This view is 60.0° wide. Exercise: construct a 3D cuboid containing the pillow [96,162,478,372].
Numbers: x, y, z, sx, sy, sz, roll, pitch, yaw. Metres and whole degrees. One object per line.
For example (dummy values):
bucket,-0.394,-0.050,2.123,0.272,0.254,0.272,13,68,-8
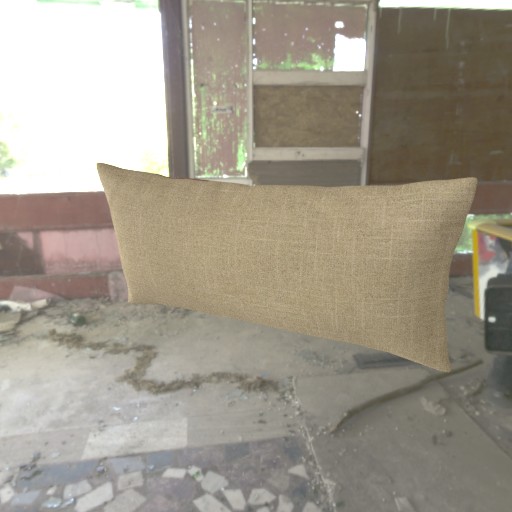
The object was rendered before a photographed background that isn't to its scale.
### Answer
pillow,0.000,0.000,0.716,0.612,0.282,0.155,8,17,26
